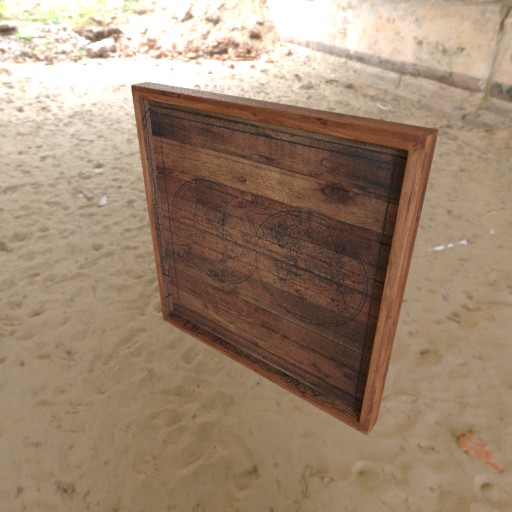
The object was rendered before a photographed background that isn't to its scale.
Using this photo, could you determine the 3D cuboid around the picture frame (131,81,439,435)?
[{"bbox_3d":[0.000,0.000,0.532,0.352,0.356,0.028,22,37,31],"label":"picture frame"}]
